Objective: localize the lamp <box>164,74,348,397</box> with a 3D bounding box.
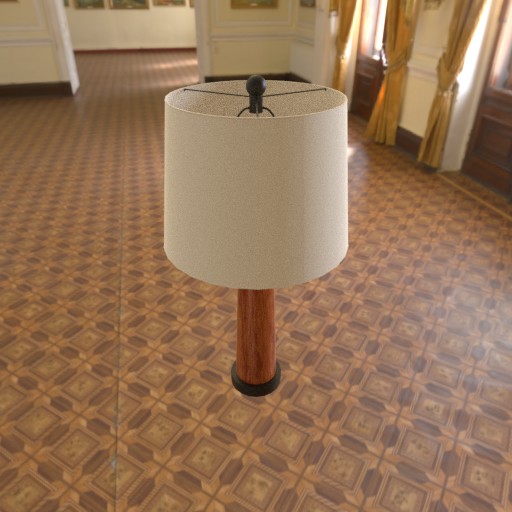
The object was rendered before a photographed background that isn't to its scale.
[{"bbox_3d":[0.000,0.000,0.871,0.349,0.667,0.349,0,31,0],"label":"lamp"}]
